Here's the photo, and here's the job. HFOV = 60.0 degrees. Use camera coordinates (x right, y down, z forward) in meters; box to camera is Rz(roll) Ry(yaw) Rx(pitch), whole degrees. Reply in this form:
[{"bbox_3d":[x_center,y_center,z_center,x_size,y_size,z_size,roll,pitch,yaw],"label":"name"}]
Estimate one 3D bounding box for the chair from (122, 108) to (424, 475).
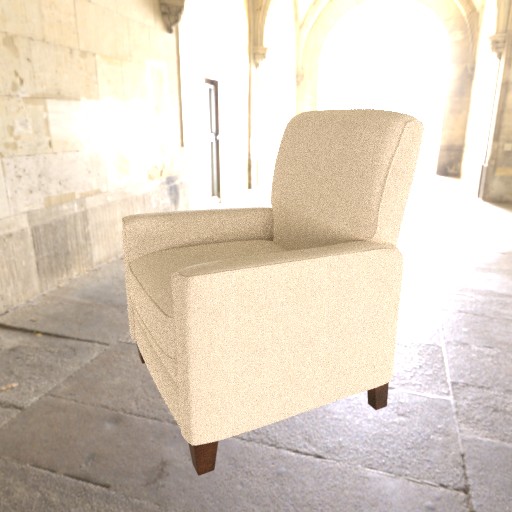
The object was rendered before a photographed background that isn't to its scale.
[{"bbox_3d":[0.000,0.000,1.619,0.858,1.028,0.841,-9,19,-26],"label":"chair"}]
